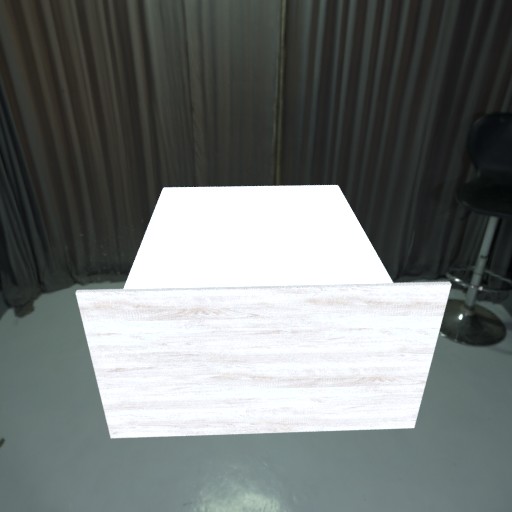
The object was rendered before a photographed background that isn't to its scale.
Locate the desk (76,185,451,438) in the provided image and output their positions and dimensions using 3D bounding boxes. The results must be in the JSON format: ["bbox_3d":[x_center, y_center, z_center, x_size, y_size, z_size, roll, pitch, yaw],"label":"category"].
[{"bbox_3d":[0.000,0.000,2.670,1.400,0.800,1.900,-1,30,-2],"label":"desk"}]
